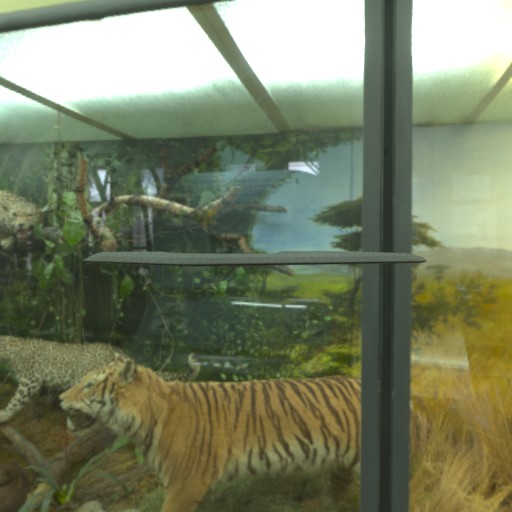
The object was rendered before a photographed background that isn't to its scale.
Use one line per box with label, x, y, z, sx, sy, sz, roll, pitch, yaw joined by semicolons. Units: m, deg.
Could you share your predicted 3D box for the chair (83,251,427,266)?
chair;0.000;0.000;1.914;1.372;0.024;1.219;-1;2;-18
